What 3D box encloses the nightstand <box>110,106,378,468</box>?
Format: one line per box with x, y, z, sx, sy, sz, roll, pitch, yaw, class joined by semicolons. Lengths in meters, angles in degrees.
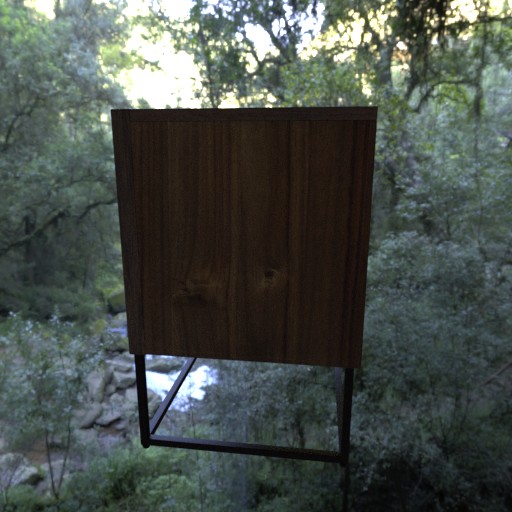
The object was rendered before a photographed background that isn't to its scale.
0.000;0.000;1.027;0.437;0.610;0.610;2;14;8;nightstand
